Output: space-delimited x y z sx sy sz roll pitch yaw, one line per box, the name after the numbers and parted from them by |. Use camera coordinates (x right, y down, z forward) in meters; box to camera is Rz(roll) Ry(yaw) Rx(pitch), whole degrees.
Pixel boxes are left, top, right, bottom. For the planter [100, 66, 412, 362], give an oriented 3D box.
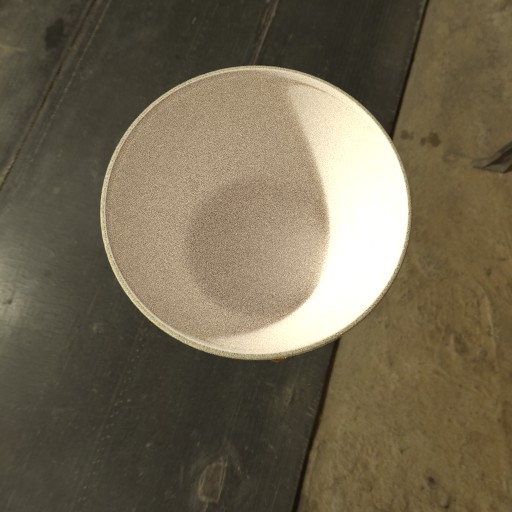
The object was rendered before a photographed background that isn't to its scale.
0.000 0.000 0.739 0.350 0.504 0.350 -20 76 -5 | planter
